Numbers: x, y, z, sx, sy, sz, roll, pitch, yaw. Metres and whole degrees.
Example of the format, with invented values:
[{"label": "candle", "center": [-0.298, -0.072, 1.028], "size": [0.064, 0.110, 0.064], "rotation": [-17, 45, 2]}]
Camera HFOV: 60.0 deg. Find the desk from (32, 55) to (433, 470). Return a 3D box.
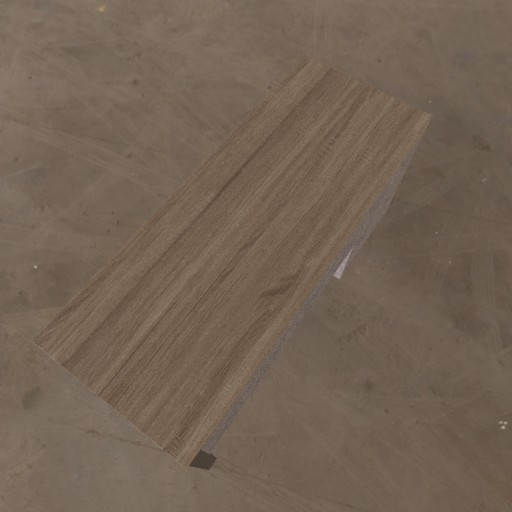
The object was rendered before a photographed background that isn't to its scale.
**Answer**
[{"label": "desk", "center": [0.000, 0.000, 2.051], "size": [0.690, 0.760, 1.700], "rotation": [32, 68, 15]}]
